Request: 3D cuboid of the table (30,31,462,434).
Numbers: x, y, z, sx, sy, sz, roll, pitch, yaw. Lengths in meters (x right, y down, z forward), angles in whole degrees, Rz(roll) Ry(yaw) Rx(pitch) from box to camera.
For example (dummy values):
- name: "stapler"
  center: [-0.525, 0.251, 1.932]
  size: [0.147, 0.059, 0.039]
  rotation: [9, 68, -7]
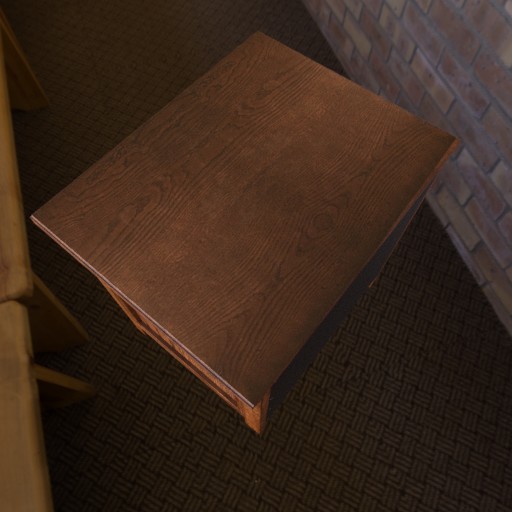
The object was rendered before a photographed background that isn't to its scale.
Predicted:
- name: "table"
  center: [0.000, 0.000, 1.008]
  size: [0.461, 0.597, 0.586]
  rotation: [36, 68, 17]
